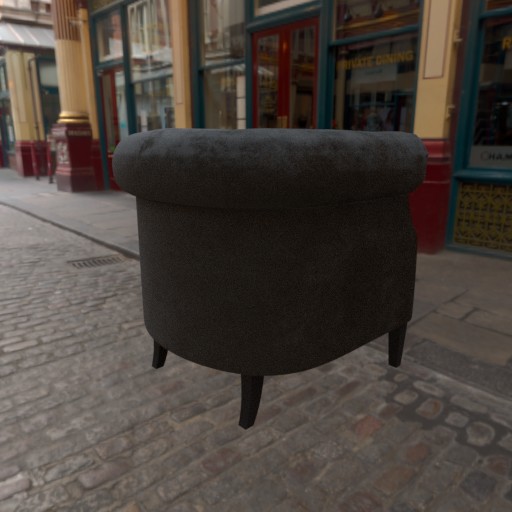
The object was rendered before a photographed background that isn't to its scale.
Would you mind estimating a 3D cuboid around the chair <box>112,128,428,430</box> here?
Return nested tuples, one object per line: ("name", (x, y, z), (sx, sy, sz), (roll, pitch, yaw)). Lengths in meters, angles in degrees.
("chair", (0.000, 0.000, 1.523), (0.851, 0.826, 0.904), (-13, 19, -42))
